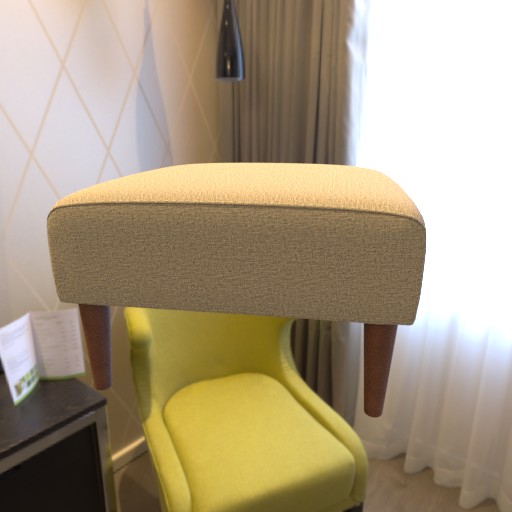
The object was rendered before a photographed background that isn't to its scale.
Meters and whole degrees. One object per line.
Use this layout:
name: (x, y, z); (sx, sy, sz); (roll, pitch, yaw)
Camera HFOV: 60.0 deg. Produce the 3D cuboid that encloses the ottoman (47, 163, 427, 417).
ottoman: (0.000, 0.000, 1.038); (0.649, 0.398, 0.650); (3, 17, 9)
